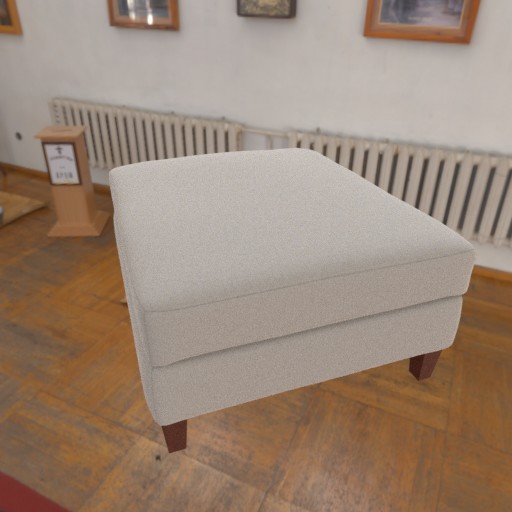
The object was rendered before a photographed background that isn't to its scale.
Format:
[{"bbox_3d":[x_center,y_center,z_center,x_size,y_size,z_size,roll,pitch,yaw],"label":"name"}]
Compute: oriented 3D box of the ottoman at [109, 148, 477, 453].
[{"bbox_3d":[0.000,0.000,1.437,0.836,0.492,0.976,-10,30,-17],"label":"ottoman"}]
